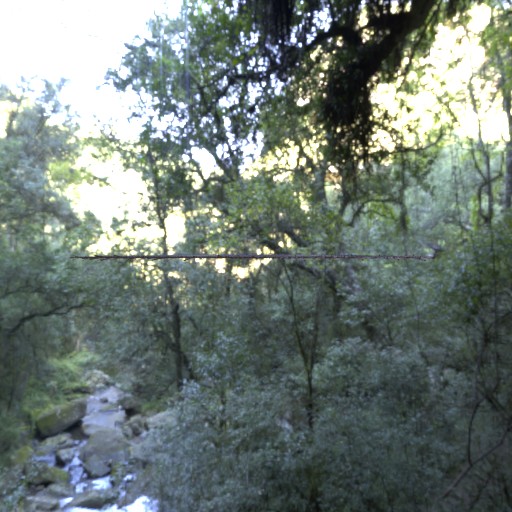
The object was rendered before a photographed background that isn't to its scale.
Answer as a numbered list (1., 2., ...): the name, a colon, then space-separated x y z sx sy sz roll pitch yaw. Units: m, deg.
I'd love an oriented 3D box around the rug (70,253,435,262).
1. rug: 0.000 0.000 2.473 1.224 0.027 2.021 0 0 1
